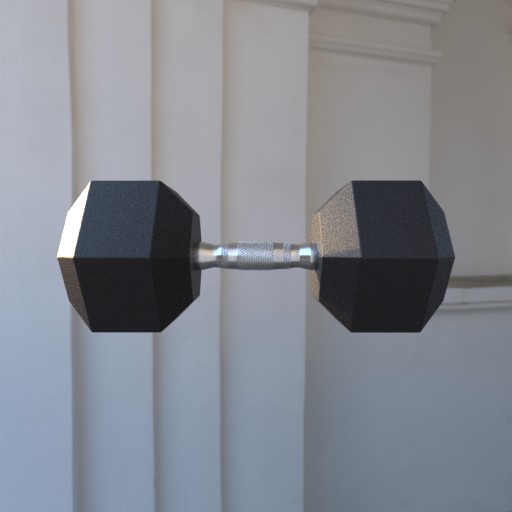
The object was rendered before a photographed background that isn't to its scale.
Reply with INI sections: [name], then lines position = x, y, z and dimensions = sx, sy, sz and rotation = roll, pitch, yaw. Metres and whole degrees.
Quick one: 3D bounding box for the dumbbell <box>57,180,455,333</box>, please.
[dumbbell]
position = 0.000, 0.000, 0.479
dimensions = 0.384, 0.150, 0.173
rotation = 0, 1, 0
